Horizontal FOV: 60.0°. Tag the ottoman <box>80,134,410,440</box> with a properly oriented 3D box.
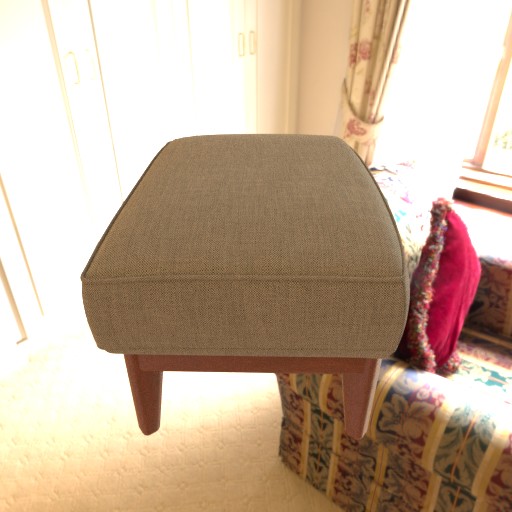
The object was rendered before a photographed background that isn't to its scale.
[{"bbox_3d":[0.000,0.000,1.073,0.555,0.458,0.750,1,31,1],"label":"ottoman"}]
